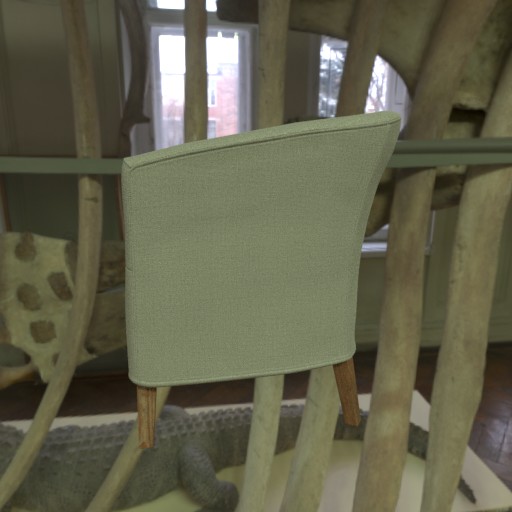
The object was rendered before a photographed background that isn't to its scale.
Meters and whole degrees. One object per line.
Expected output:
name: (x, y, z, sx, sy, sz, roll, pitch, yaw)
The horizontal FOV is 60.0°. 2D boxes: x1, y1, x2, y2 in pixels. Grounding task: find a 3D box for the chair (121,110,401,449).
chair: (0.000, 0.000, 1.252, 0.668, 0.771, 0.600, -2, 14, -8)
